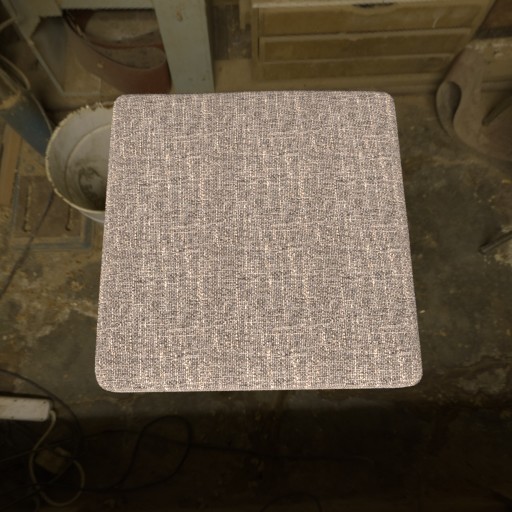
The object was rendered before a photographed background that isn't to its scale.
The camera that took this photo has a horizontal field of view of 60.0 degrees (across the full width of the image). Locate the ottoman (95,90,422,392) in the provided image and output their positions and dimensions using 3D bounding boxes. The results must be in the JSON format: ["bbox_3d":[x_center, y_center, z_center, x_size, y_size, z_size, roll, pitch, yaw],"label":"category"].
[{"bbox_3d":[0.000,0.000,0.915,0.512,0.453,0.521,-1,76,0],"label":"ottoman"}]
